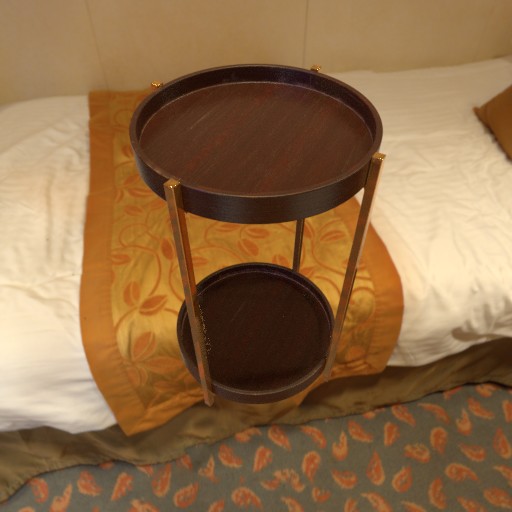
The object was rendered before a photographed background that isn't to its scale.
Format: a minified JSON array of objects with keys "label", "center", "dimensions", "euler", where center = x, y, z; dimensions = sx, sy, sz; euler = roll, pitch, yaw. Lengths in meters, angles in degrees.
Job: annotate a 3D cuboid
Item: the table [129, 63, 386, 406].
[{"label":"table","center":[0.000,0.000,0.877],"dimensions":[0.400,0.610,0.400],"euler":[25,52,22]}]
